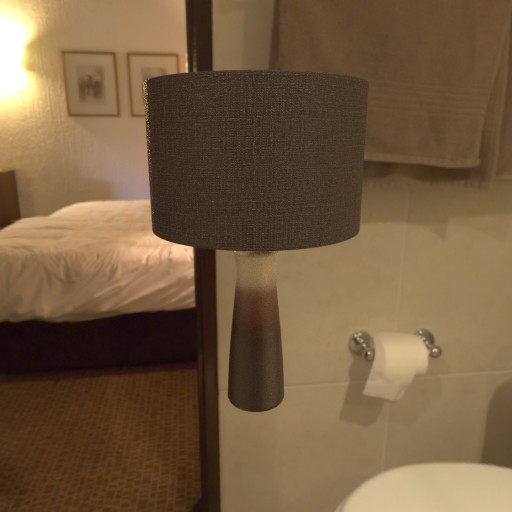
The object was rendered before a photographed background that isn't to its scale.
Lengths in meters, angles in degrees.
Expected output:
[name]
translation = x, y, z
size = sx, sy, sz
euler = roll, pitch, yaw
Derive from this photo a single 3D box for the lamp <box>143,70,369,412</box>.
[lamp]
translation = 0.000, 0.000, 0.676
size = 0.303, 0.488, 0.303
euler = 0, 15, 0
